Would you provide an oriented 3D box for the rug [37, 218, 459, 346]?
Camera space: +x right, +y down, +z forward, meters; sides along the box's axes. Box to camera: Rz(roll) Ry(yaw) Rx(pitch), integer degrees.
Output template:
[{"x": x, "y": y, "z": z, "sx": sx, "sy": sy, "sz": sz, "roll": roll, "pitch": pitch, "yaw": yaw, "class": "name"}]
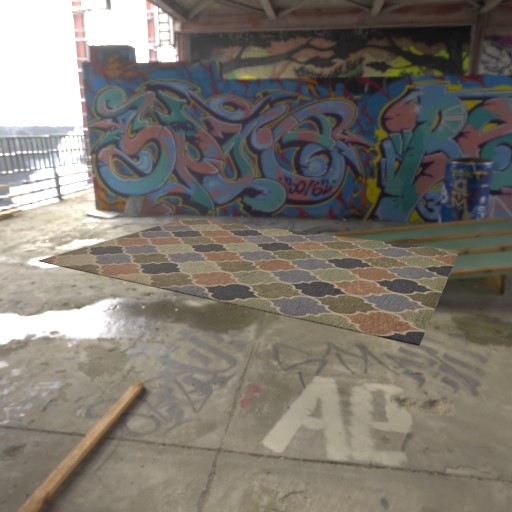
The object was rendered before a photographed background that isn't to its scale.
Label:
[{"x": 0.000, "y": 0.000, "z": 2.303, "sx": 1.828, "sy": 0.006, "sz": 1.216, "roll": 9, "pitch": 19, "yaw": 28, "class": "rug"}]
